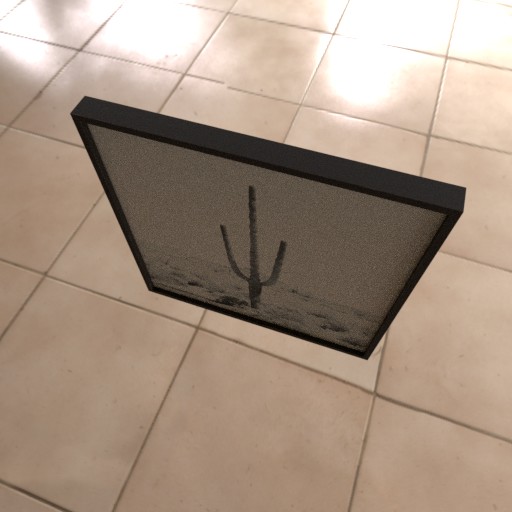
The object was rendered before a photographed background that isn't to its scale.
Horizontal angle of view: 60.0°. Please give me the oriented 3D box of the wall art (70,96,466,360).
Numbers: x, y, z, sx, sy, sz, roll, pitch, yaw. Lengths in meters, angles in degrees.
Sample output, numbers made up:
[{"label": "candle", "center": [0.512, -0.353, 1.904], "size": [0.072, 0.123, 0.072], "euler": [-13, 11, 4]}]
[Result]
[{"label": "wall art", "center": [0.000, 0.000, 0.768], "size": [0.508, 0.508, 0.038], "euler": [16, 59, 10]}]
